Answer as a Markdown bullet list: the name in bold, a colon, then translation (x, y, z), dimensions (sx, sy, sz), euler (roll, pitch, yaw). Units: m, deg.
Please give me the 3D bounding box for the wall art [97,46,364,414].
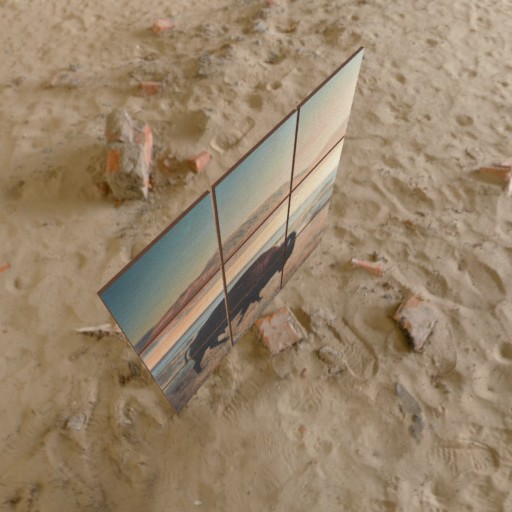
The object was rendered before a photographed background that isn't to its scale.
- **wall art**: translation (0.000, 0.000, 1.810), dimensions (0.019, 1.218, 1.221), euler (33, 64, 19)
